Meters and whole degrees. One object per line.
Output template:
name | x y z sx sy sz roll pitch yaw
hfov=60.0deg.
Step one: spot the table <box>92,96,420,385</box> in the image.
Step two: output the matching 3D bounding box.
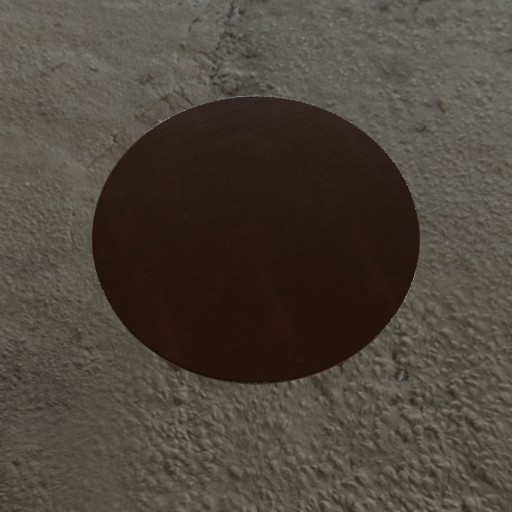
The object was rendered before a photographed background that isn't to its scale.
table | 0.000 0.000 1.472 0.911 0.512 0.911 0 64 0
